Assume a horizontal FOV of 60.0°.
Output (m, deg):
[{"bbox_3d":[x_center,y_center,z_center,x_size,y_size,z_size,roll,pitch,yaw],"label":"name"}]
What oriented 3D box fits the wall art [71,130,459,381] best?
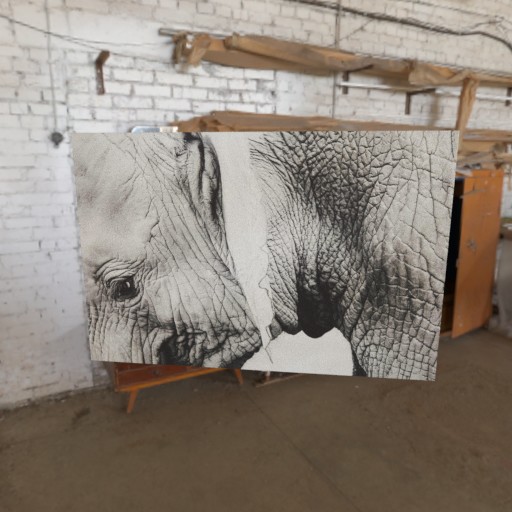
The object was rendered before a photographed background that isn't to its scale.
[{"bbox_3d":[0.000,0.000,0.756,0.613,0.407,0.035,2,13,7],"label":"wall art"}]
